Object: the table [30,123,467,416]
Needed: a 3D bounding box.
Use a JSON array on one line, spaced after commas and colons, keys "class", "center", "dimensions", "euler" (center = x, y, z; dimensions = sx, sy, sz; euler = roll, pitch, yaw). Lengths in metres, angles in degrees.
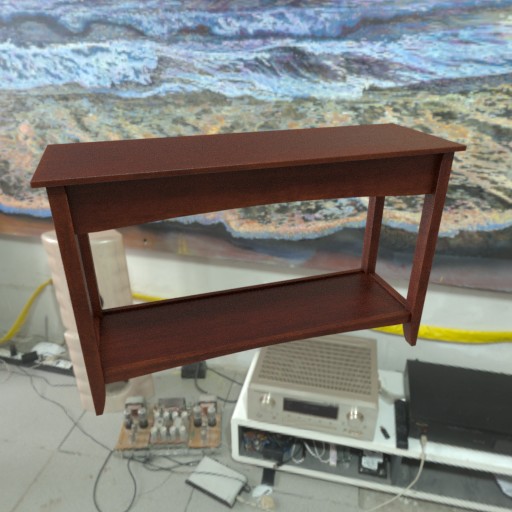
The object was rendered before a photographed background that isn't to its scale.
[{"class": "table", "center": [0.000, 0.000, 1.484], "dimensions": [1.188, 0.739, 0.392], "euler": [-8, 28, -16]}]
